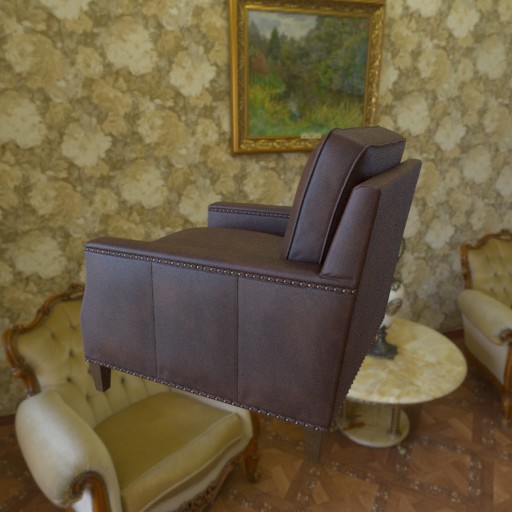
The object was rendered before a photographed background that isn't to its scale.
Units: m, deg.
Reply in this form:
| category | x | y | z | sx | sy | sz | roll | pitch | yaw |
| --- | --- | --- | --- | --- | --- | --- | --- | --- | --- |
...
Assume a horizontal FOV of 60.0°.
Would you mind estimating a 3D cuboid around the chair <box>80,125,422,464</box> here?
| category | x | y | z | sx | sy | sz | roll | pitch | yaw |
| --- | --- | --- | --- | --- | --- | --- | --- | --- | --- |
| chair | 0.000 | 0.000 | 1.643 | 1.014 | 0.929 | 0.853 | 8 | 19 | 25 |
